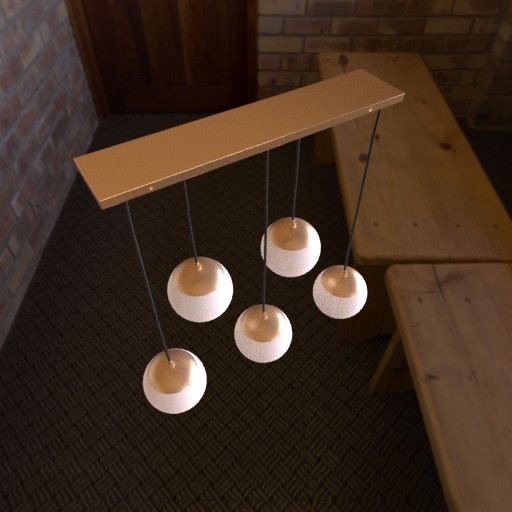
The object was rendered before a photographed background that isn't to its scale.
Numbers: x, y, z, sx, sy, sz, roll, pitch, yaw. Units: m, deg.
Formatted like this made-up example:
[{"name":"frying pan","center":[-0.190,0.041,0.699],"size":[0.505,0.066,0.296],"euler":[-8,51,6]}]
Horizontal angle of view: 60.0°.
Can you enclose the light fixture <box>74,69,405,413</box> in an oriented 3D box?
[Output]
[{"name":"light fixture","center":[0.000,0.000,1.301],"size":[0.863,0.869,0.299],"euler":[-25,52,-21]}]
